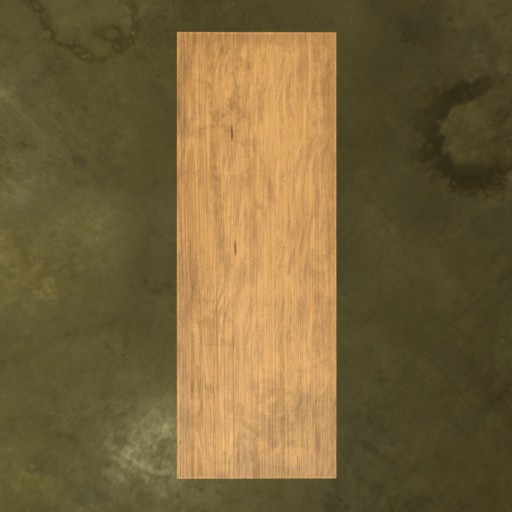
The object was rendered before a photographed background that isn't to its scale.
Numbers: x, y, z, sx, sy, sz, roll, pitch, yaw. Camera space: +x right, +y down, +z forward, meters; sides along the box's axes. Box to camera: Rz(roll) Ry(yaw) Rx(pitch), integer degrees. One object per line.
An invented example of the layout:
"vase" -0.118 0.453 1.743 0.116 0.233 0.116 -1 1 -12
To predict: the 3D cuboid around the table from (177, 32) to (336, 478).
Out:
"table" 0.000 0.000 1.524 0.410 0.771 1.151 0 90 0
